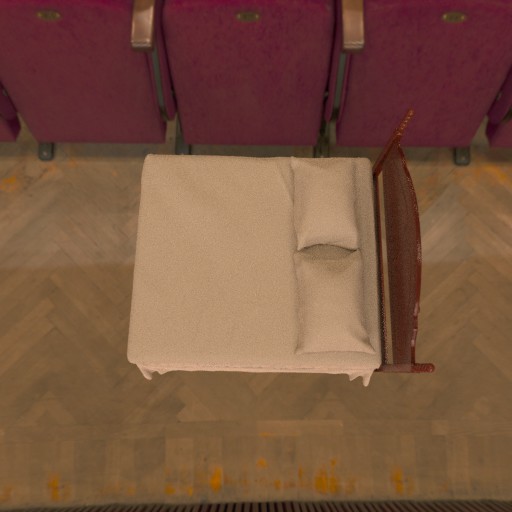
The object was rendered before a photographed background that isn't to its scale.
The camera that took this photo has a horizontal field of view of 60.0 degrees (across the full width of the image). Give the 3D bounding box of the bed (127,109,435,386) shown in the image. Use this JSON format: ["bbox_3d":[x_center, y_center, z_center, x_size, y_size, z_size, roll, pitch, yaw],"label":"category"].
[{"bbox_3d":[0.000,0.000,3.300,2.040,1.356,1.873,1,76,0],"label":"bed"}]
